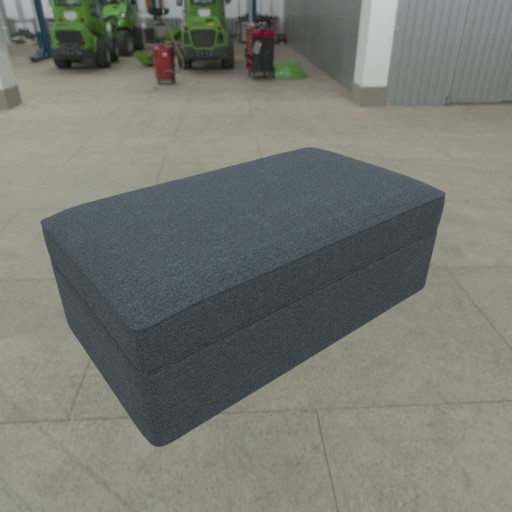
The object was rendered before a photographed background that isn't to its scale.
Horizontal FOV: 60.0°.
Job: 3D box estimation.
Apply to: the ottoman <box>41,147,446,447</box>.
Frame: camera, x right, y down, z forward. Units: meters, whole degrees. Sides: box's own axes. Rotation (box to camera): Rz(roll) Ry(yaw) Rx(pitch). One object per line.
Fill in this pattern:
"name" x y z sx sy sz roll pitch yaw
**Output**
"ottoman" 0.000 0.000 1.527 1.173 0.494 0.681 -22 37 -33
